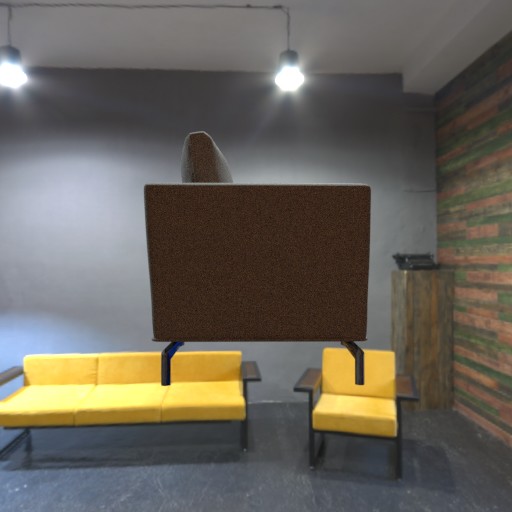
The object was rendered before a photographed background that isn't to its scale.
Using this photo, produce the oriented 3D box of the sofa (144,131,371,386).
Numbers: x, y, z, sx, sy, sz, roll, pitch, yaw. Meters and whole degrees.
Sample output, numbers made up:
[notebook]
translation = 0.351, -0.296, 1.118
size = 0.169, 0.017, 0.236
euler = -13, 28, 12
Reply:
[sofa]
translation = 0.000, 0.000, 2.726
size = 0.869, 1.002, 2.212
euler = 0, -1, -1
